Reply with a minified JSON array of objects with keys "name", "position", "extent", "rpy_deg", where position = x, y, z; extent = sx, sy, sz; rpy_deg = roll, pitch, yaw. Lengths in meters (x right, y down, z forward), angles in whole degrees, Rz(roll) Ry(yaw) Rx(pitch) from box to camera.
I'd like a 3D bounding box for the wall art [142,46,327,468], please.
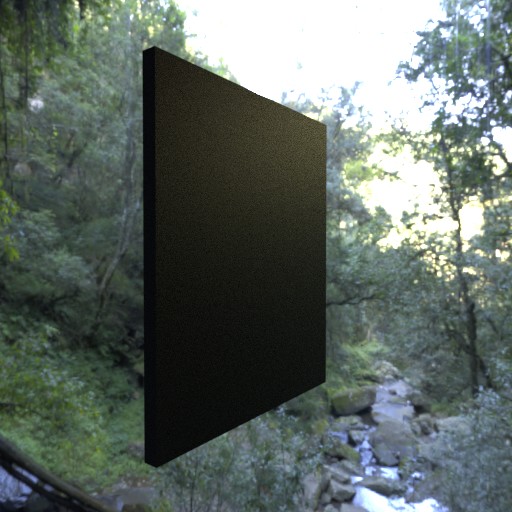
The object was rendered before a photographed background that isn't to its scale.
[{"name":"wall art","position":[0.000,0.000,0.707],"extent":[0.023,0.505,0.428],"rpy_deg":[1,1,37]}]
